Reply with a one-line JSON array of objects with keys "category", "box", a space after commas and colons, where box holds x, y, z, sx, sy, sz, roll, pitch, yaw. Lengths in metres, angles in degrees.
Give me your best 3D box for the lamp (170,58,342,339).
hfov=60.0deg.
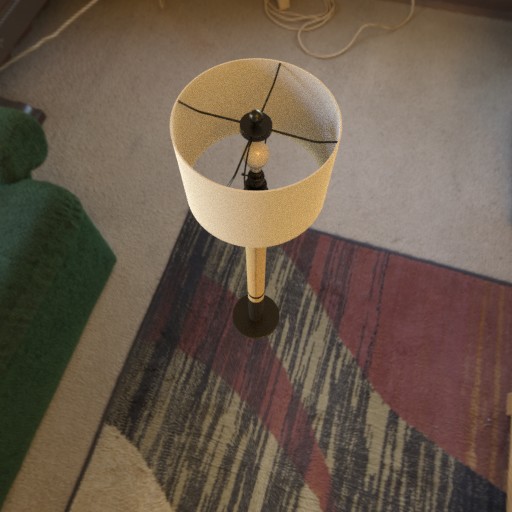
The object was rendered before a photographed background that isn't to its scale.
[{"category": "lamp", "box": [0.000, 0.000, 1.630, 0.381, 1.478, 0.381, -1, 65, -1]}]
